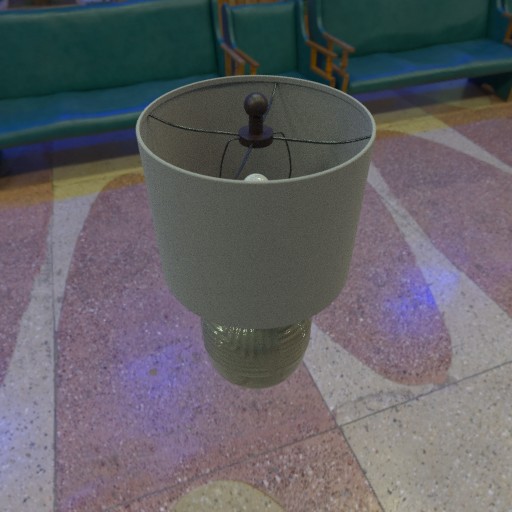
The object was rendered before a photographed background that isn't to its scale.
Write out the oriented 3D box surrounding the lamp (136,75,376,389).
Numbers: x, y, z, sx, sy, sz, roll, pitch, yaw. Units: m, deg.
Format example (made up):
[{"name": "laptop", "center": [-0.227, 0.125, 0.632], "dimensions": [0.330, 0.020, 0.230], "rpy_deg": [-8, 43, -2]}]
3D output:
[{"name": "lamp", "center": [0.000, 0.000, 0.763], "dimensions": [0.318, 0.567, 0.318], "rpy_deg": [0, 42, 0]}]
